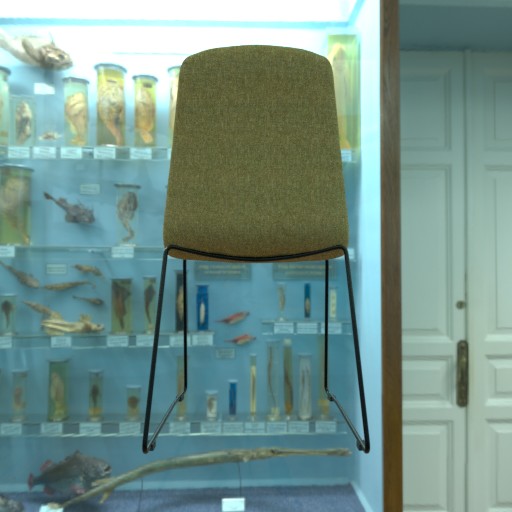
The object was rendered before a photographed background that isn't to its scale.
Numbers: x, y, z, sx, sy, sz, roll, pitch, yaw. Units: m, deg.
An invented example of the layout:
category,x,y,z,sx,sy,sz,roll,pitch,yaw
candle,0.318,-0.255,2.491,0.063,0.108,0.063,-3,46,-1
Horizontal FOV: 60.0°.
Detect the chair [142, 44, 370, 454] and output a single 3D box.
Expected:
category,x,y,z,sx,sy,sz,roll,pitch,yaw
chair,0.000,0.000,1.129,0.479,0.849,0.496,0,-1,0
